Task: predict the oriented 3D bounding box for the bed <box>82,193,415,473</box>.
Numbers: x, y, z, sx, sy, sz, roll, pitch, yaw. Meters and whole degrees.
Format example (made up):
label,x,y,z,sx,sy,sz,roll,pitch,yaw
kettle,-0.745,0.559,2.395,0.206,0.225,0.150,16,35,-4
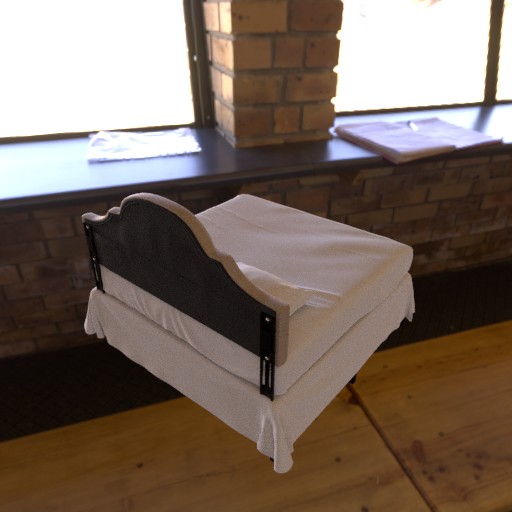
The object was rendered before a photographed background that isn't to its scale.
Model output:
label,x,y,z,sx,sy,sz,roll,pitch,yaw
bed,0.000,0.000,3.765,2.303,1.631,2.222,23,37,34
